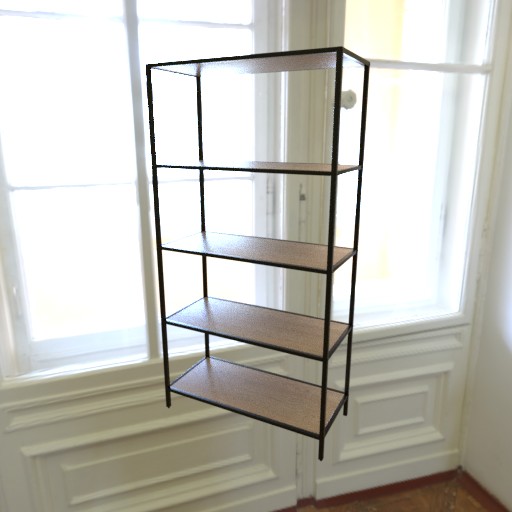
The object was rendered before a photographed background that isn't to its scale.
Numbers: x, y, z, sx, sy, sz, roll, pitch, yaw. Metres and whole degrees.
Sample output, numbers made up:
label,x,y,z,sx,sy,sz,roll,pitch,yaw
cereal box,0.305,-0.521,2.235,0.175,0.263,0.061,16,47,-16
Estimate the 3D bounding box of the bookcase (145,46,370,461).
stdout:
label,x,y,z,sx,sy,sz,roll,pitch,yaw
bookcase,0.000,0.000,1.859,0.770,1.500,0.350,8,18,26
